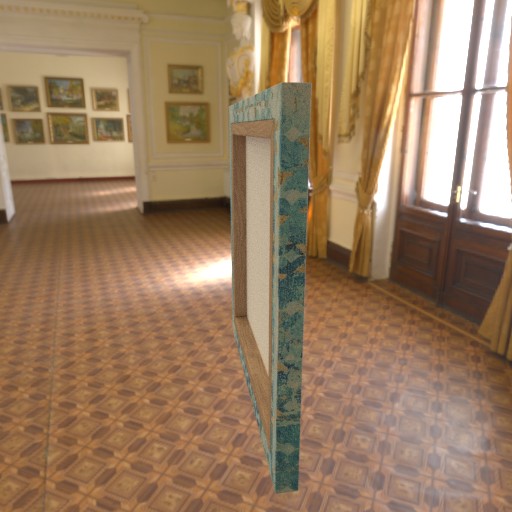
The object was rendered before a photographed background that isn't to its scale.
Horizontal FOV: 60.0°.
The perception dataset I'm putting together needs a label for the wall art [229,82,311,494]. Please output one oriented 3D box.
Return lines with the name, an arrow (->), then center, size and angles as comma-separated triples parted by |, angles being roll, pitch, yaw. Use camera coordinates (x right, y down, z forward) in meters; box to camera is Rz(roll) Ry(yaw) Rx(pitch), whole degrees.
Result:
wall art -> 0.000, 0.000, 0.908 | 0.040, 0.609, 0.609 | -3, 16, -9
